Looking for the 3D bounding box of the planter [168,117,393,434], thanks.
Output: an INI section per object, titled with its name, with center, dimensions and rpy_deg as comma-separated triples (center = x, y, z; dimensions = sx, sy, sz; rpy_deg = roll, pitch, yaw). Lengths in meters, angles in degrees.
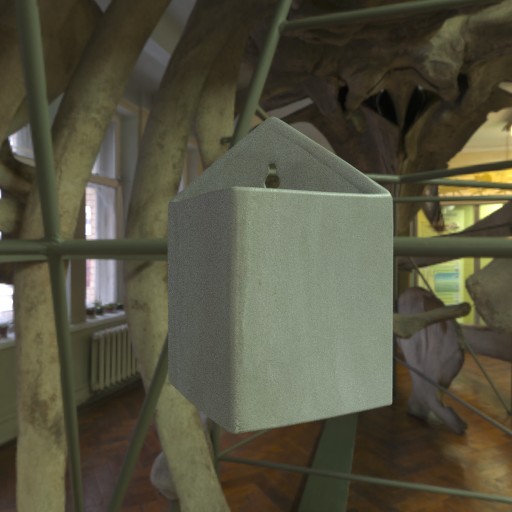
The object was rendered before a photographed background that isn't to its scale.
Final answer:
[planter]
center = 0.000, 0.000, 0.278
dimensions = 0.163, 0.194, 0.080
rpy_deg = 0, 1, 18
